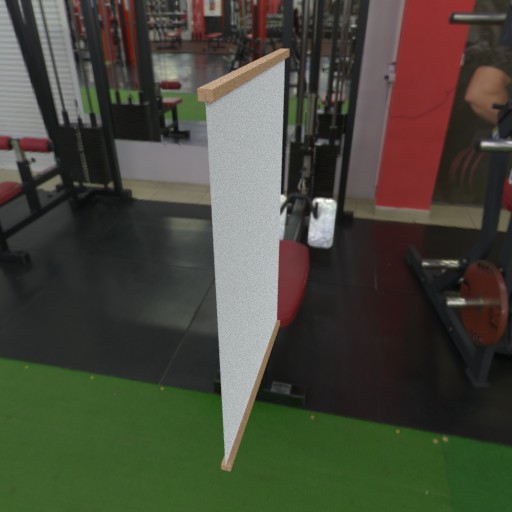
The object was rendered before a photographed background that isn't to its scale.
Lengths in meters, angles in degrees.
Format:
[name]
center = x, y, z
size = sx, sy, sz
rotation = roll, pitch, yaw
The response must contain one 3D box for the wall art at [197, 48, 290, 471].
[wall art]
center = 0.000, 0.000, 0.635
size = 0.013, 0.510, 0.335
rotation = 8, 31, 13
